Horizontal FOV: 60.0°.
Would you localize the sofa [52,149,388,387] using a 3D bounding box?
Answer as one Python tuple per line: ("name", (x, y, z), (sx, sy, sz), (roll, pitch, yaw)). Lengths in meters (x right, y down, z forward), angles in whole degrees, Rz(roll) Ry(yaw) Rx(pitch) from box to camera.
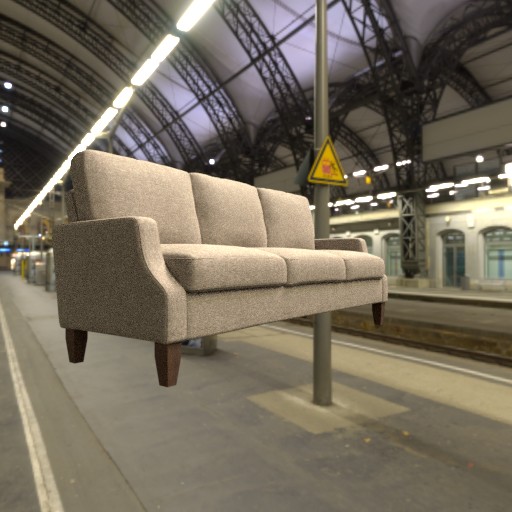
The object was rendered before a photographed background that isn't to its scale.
("sofa", (0.000, 0.000, 2.663), (0.888, 0.984, 2.115), (-1, -1, 38))
